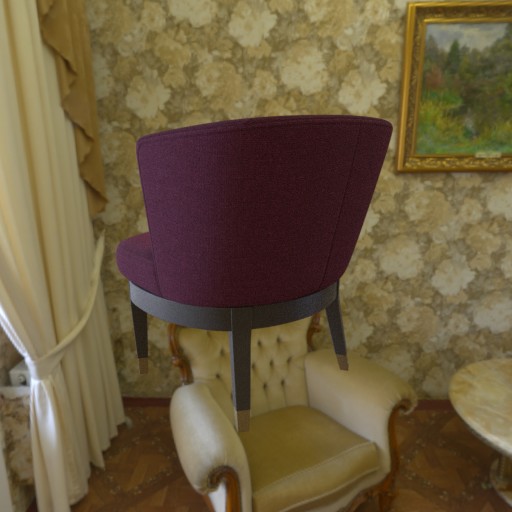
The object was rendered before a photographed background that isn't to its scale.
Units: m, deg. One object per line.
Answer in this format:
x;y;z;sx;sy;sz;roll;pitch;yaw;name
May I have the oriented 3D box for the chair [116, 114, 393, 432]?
0.000;0.000;1.293;0.700;0.760;0.660;-14;20;-42;chair
